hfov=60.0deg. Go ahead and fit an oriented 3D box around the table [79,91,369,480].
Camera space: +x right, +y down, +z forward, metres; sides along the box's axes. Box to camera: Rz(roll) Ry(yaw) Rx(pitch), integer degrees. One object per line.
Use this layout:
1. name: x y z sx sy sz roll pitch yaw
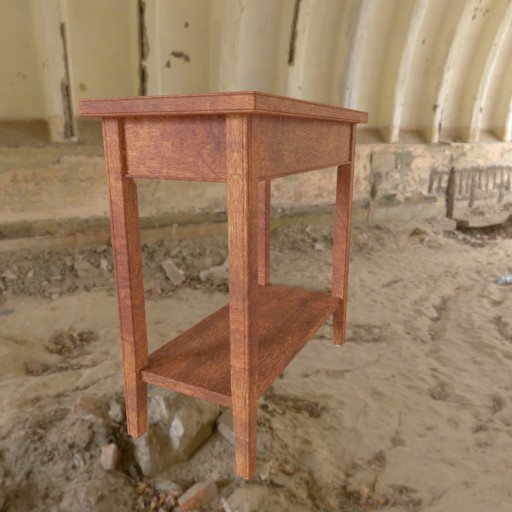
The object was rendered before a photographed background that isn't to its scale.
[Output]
1. table: 0.000 0.000 0.957 0.305 0.610 0.610 8 17 26
